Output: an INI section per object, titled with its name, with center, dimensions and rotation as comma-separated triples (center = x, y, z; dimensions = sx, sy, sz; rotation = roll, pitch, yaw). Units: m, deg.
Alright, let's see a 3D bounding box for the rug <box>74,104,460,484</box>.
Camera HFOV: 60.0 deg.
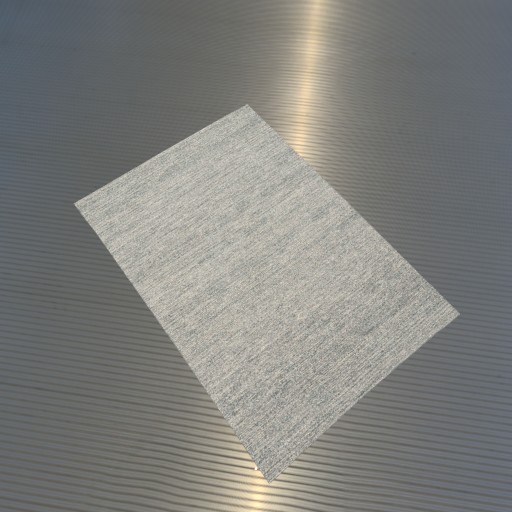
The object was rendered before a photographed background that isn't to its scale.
[rug]
center = 0.000, 0.000, 3.097
dimensions = 1.616, 0.030, 2.338
rotation = -35, 69, -15
